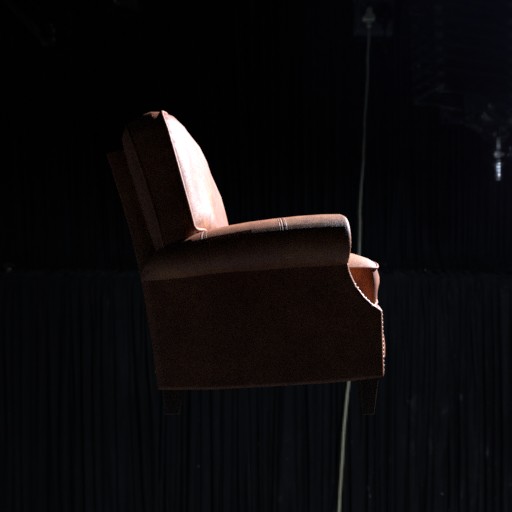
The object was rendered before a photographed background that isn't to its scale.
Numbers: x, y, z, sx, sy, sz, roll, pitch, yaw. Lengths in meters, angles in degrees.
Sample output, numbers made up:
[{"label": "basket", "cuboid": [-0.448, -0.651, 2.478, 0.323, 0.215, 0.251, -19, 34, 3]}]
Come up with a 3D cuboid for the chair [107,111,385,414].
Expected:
[{"label": "chair", "cuboid": [0.000, 0.000, 1.790, 0.986, 1.018, 0.936, 0, 1, -1]}]
